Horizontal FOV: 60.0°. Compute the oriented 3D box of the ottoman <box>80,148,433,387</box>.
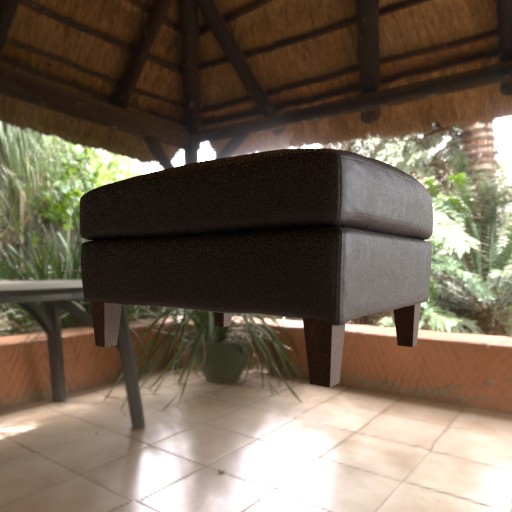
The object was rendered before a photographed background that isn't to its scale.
[{"bbox_3d":[0.000,0.000,1.314,0.887,0.529,0.659,-1,-2,36],"label":"ottoman"}]
